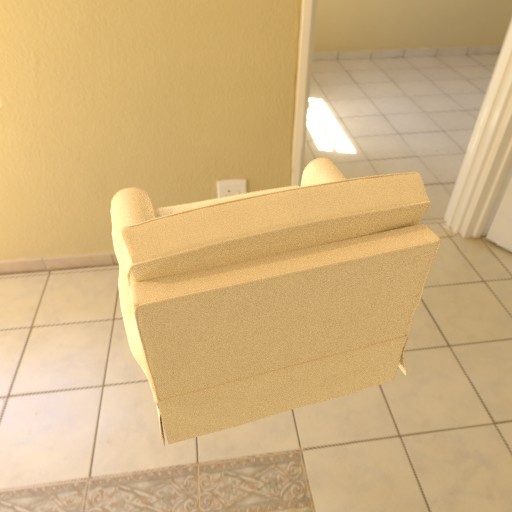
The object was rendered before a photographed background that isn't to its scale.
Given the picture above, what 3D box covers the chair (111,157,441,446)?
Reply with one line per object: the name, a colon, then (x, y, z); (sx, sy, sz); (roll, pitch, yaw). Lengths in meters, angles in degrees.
chair: (0.000, 0.000, 1.824); (1.099, 0.958, 0.904); (-11, 42, -13)
